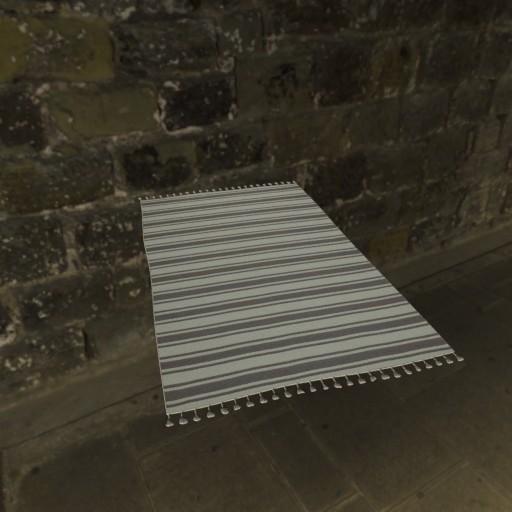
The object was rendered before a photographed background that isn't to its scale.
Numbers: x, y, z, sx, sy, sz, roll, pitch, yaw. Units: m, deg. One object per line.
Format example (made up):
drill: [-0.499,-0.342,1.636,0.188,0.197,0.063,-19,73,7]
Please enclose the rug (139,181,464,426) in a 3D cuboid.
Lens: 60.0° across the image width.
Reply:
rug: [0.000,0.000,2.560,1.229,0.011,2.096,-8,32,-13]
